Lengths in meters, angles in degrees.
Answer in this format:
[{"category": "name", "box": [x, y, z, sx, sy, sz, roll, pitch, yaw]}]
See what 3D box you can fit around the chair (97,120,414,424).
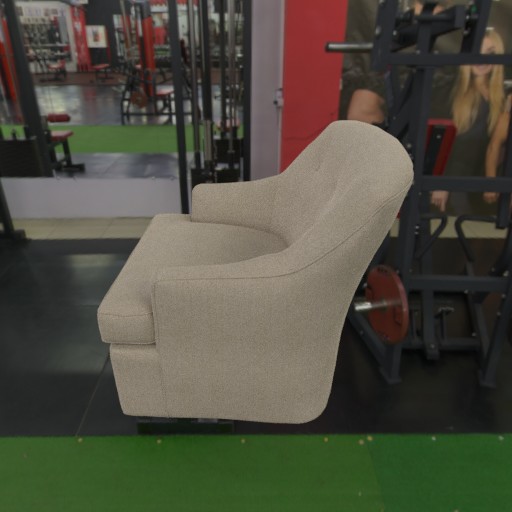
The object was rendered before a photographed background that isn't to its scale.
[{"category": "chair", "box": [0.000, 0.000, 1.591, 0.923, 0.856, 0.864, 1, 27, 1]}]
